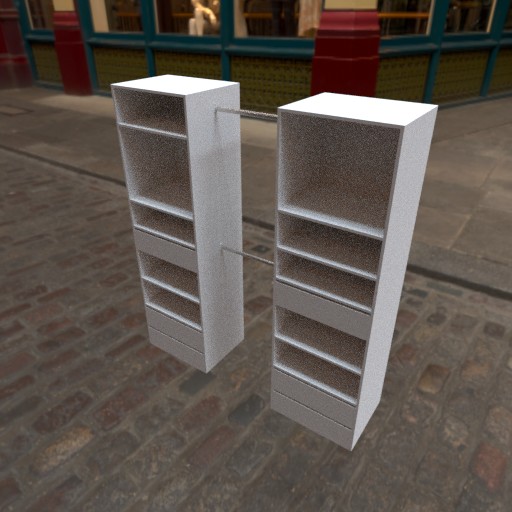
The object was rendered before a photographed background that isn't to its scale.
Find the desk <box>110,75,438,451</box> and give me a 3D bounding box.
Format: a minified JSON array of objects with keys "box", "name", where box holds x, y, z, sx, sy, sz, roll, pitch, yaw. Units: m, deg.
[{"box":[0.000,0.000,2.867,1.770,2.000,0.480,19,35,30],"name":"desk"}]
